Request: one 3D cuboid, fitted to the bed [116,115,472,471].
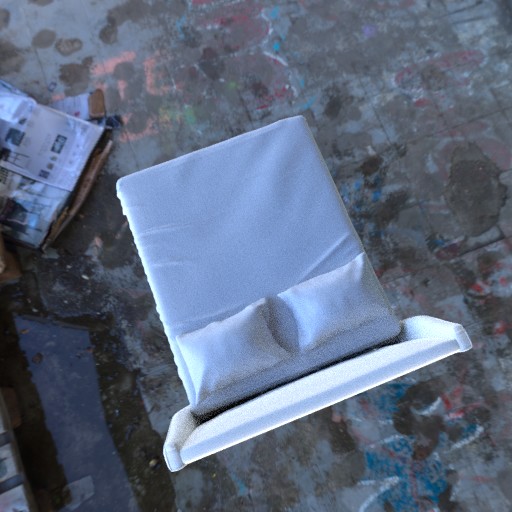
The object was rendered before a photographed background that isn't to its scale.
[{"bbox_3d":[0.000,0.000,3.412,1.925,1.332,2.276,-21,78,-5],"label":"bed"}]
